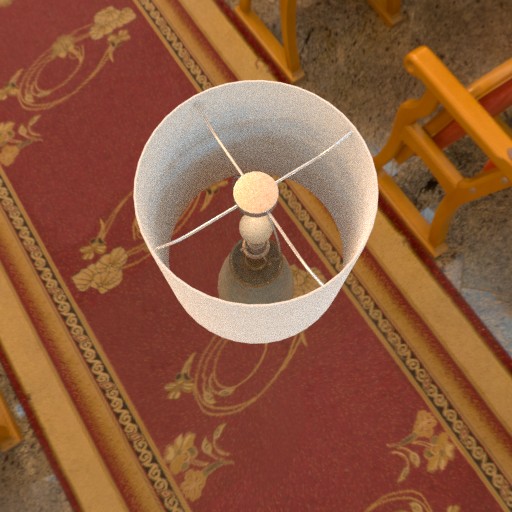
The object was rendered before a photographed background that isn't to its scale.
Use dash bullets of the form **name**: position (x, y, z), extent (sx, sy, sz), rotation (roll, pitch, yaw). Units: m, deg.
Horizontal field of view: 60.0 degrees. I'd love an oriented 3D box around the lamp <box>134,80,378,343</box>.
- **lamp**: position (0.000, 0.000, 0.475), extent (0.186, 0.369, 0.186), rotation (0, 75, 0)
